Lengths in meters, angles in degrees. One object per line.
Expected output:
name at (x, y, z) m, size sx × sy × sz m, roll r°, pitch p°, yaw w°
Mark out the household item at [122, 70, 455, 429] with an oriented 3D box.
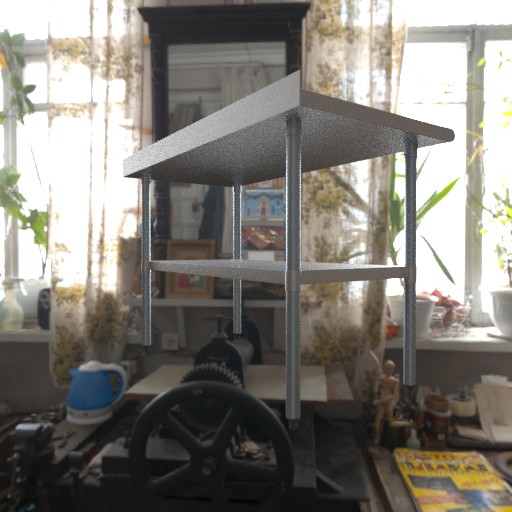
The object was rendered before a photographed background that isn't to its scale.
household item at (0.000, 0.000, 1.663) m, size 0.610 × 0.851 × 1.219 m, roll -1°, pitch 1°, yaw -35°
